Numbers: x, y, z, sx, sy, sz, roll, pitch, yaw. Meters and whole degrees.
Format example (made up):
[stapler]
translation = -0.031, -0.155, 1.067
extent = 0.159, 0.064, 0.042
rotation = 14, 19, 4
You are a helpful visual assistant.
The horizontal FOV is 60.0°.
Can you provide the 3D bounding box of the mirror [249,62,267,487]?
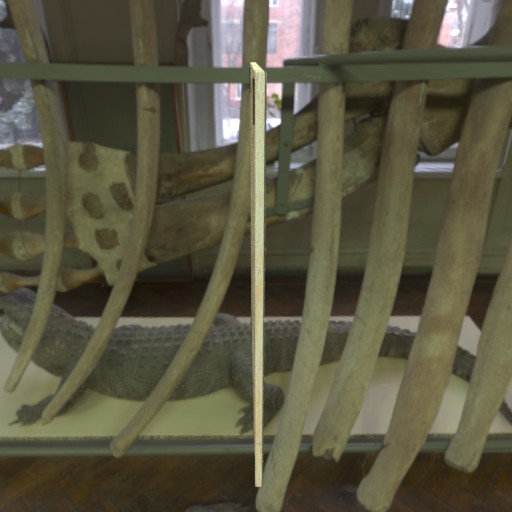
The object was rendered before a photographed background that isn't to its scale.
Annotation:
[mirror]
translation = 0.000, 0.000, 1.262
extent = 0.025, 0.996, 0.705
rotation = -1, 25, -1
